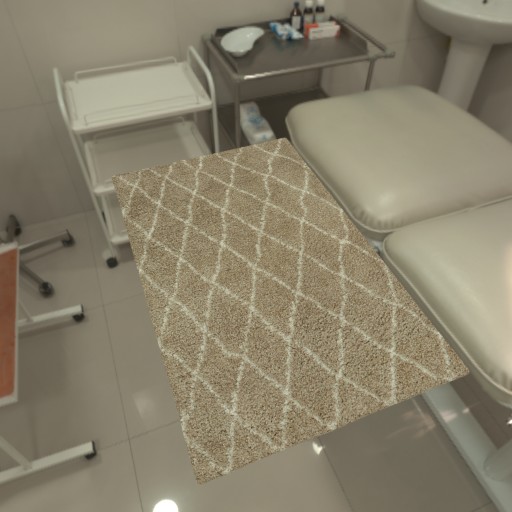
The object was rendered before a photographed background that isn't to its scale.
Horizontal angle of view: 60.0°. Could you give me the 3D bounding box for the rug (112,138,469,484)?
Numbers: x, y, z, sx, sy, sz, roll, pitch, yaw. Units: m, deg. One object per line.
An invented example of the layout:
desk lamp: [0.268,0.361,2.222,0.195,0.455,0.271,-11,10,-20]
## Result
rug: [0.000,0.000,2.962,1.524,0.030,2.438,-16,49,-14]
